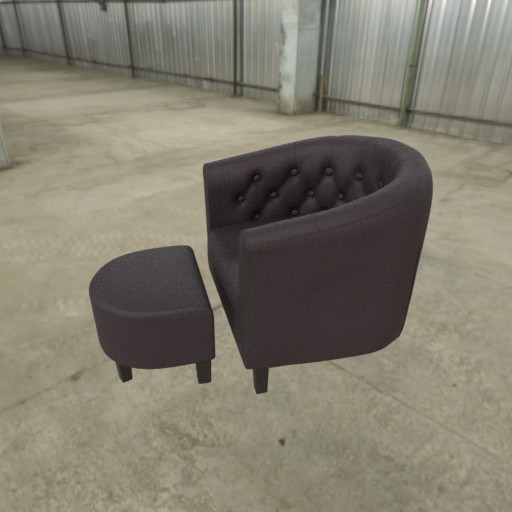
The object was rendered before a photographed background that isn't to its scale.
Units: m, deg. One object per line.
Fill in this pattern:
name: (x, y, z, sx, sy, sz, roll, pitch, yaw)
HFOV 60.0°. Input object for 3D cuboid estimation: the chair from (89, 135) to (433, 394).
chair: (0.000, 0.000, 1.640, 1.191, 0.760, 0.763, -7, 29, -13)
